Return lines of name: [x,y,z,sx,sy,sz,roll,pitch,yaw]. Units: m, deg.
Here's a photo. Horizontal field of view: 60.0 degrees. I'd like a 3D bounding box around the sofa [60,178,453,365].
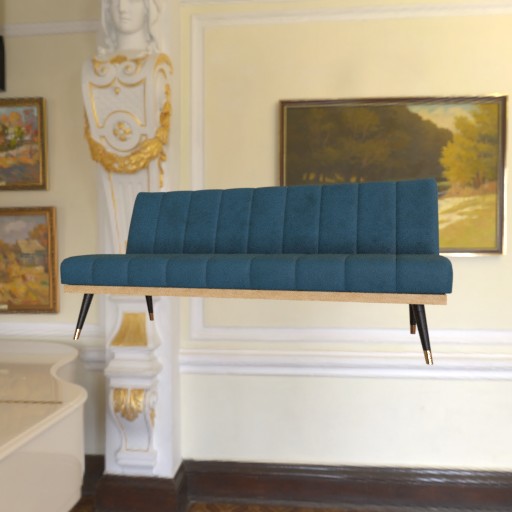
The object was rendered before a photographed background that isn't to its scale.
sofa: [0.000,0.000,2.311,1.810,0.825,0.830,0,0,17]
